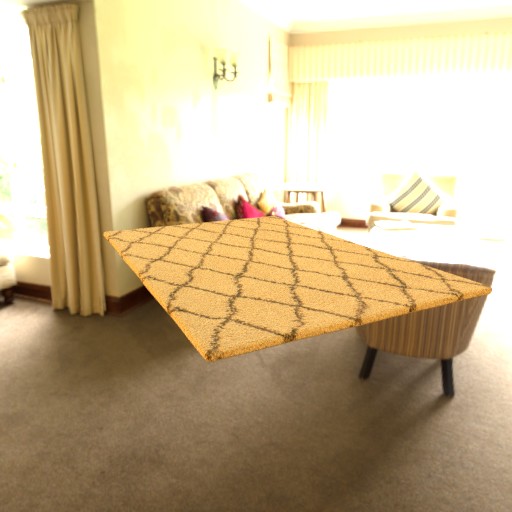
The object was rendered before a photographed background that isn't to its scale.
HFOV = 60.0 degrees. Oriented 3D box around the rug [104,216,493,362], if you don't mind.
[{"bbox_3d":[0.000,0.000,2.256,1.219,0.030,1.778,-8,17,-26],"label":"rug"}]
